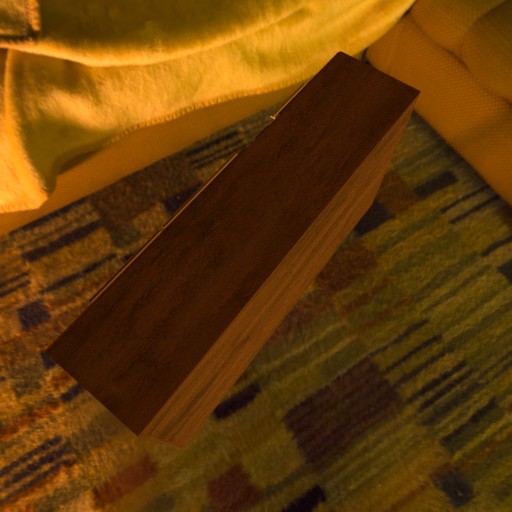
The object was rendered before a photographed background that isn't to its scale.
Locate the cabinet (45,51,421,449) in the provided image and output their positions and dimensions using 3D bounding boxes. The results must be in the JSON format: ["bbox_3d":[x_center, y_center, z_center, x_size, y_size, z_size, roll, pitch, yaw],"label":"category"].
[{"bbox_3d":[0.000,0.000,1.939,0.420,0.900,1.600,35,69,15],"label":"cabinet"}]
